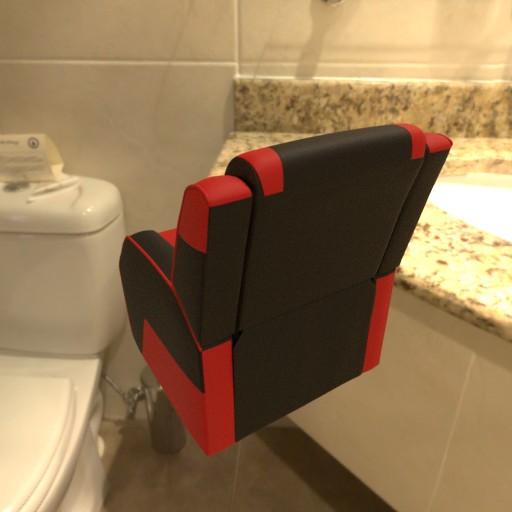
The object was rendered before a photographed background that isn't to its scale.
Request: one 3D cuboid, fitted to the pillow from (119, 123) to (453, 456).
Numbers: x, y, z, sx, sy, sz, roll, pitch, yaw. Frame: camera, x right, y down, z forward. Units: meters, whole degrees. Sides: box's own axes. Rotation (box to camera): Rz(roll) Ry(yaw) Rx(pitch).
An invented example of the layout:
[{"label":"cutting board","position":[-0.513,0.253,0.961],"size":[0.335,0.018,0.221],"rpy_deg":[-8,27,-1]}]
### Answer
[{"label":"pillow","position":[0.000,0.000,1.246],"size":[0.620,0.805,0.672],"rpy_deg":[-18,34,-28]}]
